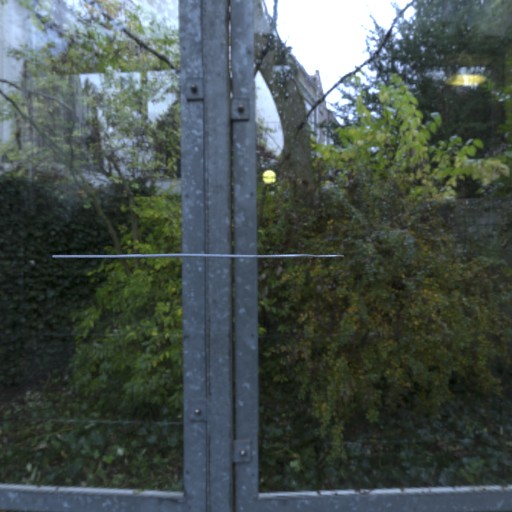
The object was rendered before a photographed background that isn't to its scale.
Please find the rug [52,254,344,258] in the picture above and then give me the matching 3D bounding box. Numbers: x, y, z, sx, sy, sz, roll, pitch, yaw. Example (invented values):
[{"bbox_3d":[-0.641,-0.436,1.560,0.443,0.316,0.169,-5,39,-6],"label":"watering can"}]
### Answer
[{"bbox_3d":[0.000,0.000,2.640,0.762,0.013,2.439,0,0,18],"label":"rug"}]
